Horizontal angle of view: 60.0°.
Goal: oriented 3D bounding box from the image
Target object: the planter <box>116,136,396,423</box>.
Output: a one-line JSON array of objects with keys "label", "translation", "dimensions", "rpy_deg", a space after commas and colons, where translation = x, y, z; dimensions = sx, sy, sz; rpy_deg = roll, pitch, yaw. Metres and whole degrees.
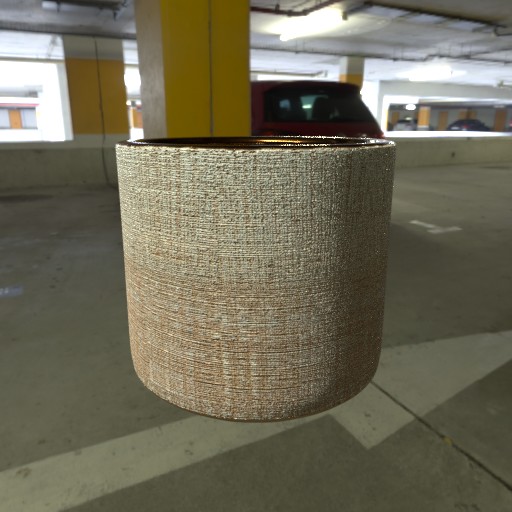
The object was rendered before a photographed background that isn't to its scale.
[{"label": "planter", "translation": [0.000, 0.000, 0.309], "dimensions": [0.177, 0.157, 0.177], "rpy_deg": [0, 17, 0]}]
